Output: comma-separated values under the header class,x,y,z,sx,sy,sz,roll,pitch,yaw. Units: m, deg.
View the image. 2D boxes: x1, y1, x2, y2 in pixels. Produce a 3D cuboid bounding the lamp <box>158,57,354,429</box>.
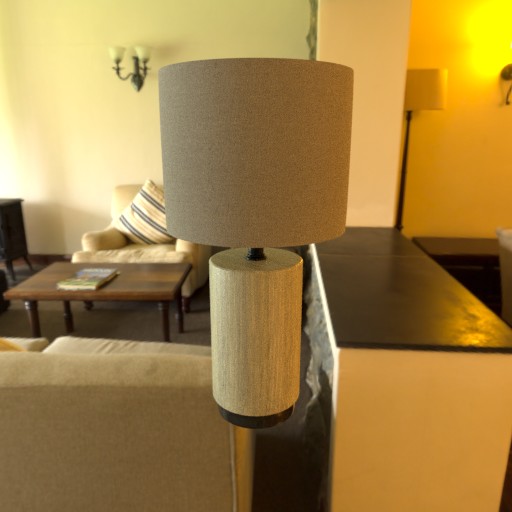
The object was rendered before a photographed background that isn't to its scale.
class,x,y,z,sx,sy,sz,roll,pitch,yaw
lamp,0.000,0.000,0.580,0.228,0.444,0.228,15,21,43
